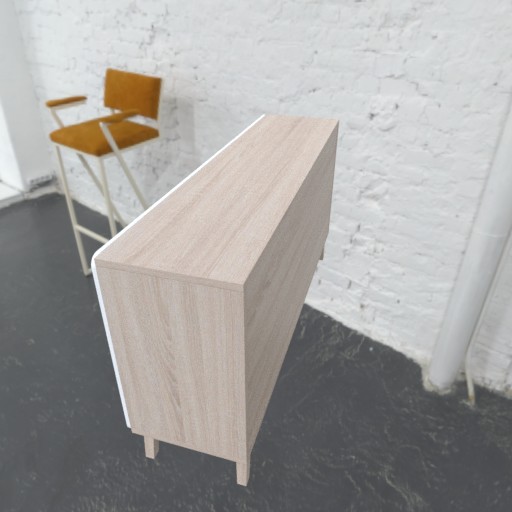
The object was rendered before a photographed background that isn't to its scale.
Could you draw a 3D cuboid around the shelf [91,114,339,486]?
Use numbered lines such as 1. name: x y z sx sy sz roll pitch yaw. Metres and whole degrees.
1. shelf: 0.000 0.000 1.814 0.400 0.780 1.490 9 32 15
